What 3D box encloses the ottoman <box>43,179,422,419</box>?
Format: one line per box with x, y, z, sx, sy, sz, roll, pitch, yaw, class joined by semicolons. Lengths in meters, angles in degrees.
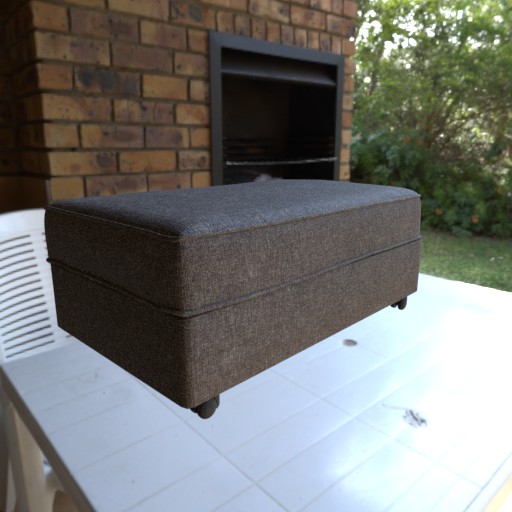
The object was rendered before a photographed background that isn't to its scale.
0.000;0.000;1.558;0.717;0.487;1.184;13;19;42;ottoman
